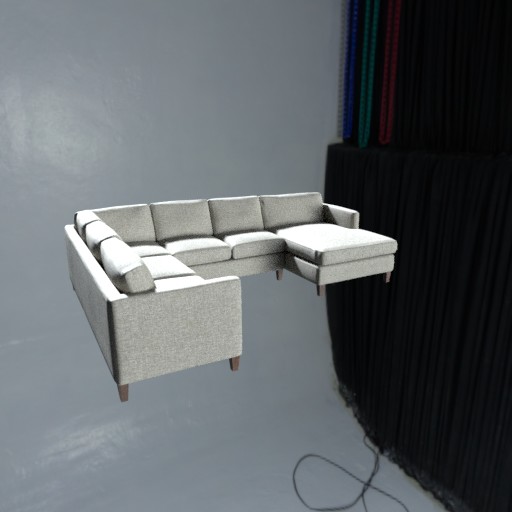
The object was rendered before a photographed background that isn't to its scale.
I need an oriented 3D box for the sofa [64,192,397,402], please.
[{"bbox_3d":[0.000,0.000,4.652,3.460,0.959,2.593,-8,18,-27],"label":"sofa"}]
